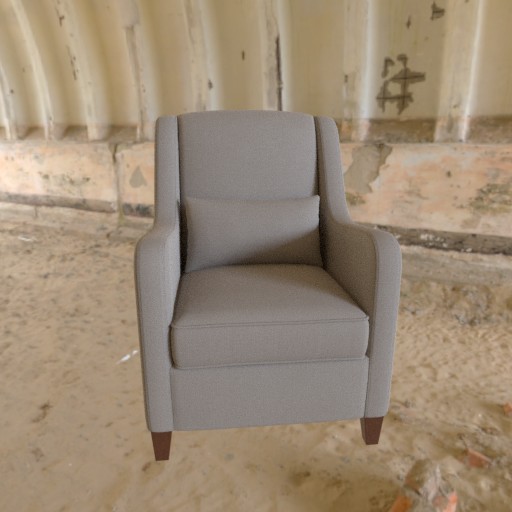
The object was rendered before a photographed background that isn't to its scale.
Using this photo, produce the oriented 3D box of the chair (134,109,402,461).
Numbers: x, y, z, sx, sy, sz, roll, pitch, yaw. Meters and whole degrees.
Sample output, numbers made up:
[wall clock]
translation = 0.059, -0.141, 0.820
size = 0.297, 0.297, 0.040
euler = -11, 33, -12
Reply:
[chair]
translation = 0.000, 0.000, 1.561
size = 0.715, 1.010, 0.863
euler = -2, 16, -6
